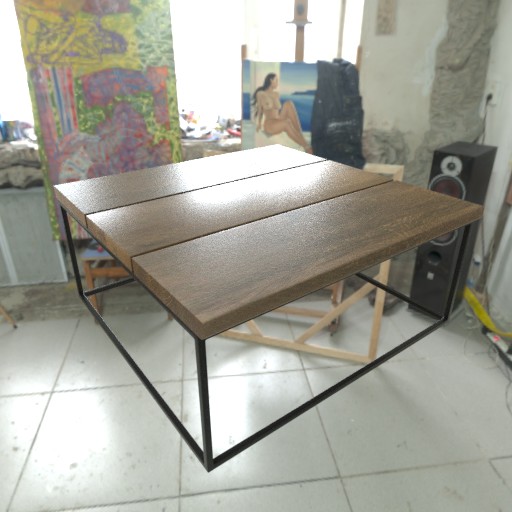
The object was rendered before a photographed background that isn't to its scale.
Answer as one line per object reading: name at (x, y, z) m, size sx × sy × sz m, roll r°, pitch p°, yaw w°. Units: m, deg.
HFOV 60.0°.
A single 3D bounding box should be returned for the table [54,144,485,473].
table at (0.000, 0.000, 1.392) m, size 0.900 × 0.400 × 0.900 m, roll -19°, pitch 33°, yaw -32°
